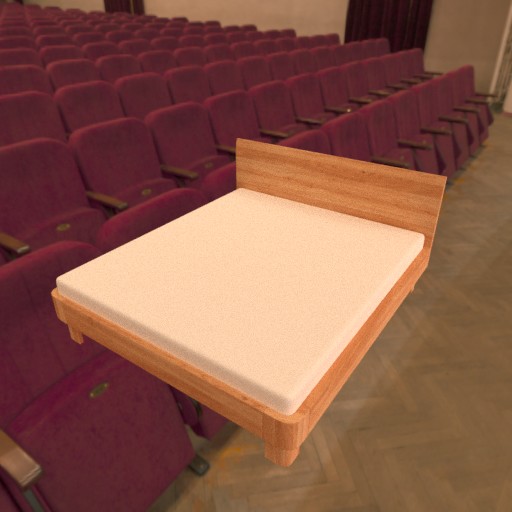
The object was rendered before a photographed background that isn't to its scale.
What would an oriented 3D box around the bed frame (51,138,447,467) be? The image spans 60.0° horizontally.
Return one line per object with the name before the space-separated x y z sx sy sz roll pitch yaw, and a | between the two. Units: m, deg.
bed frame | 0.000 0.000 3.117 1.872 0.940 2.092 19 34 30
